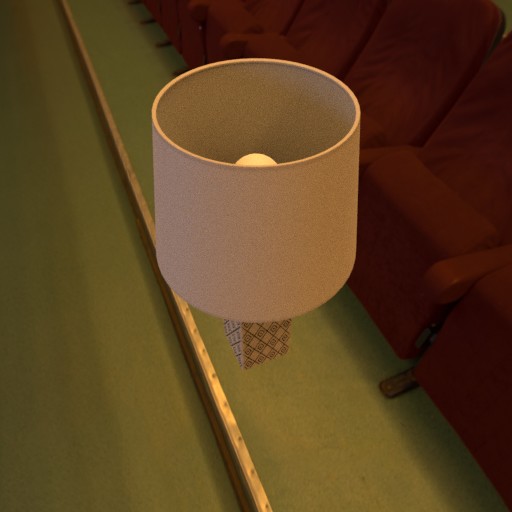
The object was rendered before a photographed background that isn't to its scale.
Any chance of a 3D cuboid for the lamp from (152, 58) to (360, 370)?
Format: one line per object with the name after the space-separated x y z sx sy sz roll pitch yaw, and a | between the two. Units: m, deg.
0.000 0.000 0.587 0.251 0.435 0.251 0 48 0 | lamp
